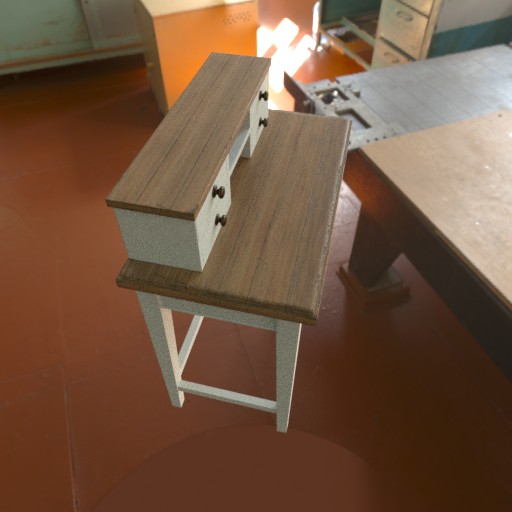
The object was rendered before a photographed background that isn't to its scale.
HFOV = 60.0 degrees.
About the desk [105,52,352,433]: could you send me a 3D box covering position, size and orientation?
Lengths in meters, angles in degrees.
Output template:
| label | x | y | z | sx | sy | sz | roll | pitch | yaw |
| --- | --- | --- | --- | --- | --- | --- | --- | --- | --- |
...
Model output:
| label | x | y | z | sx | sy | sz | roll | pitch | yaw |
| --- | --- | --- | --- | --- | --- | --- | --- | --- | --- |
| desk | 0.000 | 0.000 | 1.452 | 0.462 | 0.981 | 0.814 | 10 | 48 | 9 |
